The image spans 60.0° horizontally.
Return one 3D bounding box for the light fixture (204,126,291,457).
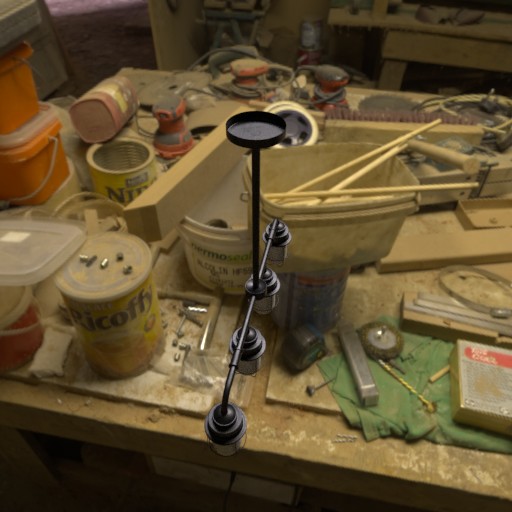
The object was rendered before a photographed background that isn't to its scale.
[{"bbox_3d":[0.000,0.000,1.228,0.131,0.785,0.852,8,44,9],"label":"light fixture"}]
